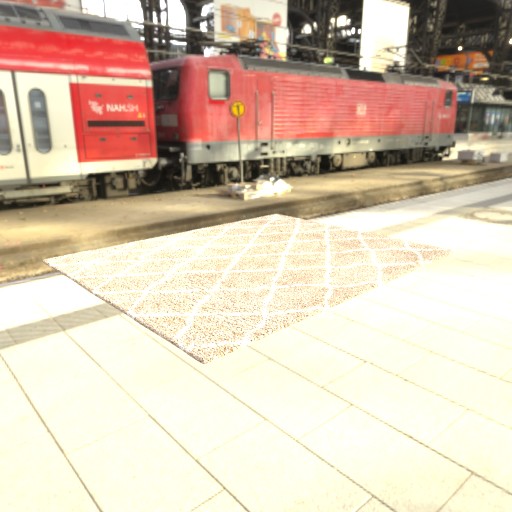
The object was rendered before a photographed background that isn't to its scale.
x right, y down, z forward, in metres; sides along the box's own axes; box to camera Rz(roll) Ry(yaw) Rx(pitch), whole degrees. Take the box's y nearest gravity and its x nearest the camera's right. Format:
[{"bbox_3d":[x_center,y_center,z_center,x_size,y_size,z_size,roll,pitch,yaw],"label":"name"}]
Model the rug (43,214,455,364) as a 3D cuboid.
[{"bbox_3d":[0.000,0.000,4.163,3.047,0.029,2.438,-15,23,-41],"label":"rug"}]
